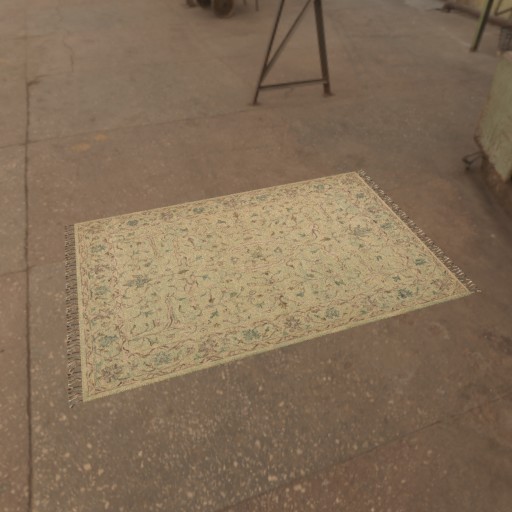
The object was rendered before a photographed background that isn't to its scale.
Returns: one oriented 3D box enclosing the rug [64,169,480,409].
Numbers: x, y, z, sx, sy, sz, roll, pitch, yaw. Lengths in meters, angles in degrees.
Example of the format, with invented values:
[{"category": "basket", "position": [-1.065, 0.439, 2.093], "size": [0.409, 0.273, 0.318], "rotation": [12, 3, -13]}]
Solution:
[{"category": "rug", "position": [0.000, 0.000, 2.982], "size": [2.435, 0.010, 1.544], "rotation": [-13, 43, -14]}]
